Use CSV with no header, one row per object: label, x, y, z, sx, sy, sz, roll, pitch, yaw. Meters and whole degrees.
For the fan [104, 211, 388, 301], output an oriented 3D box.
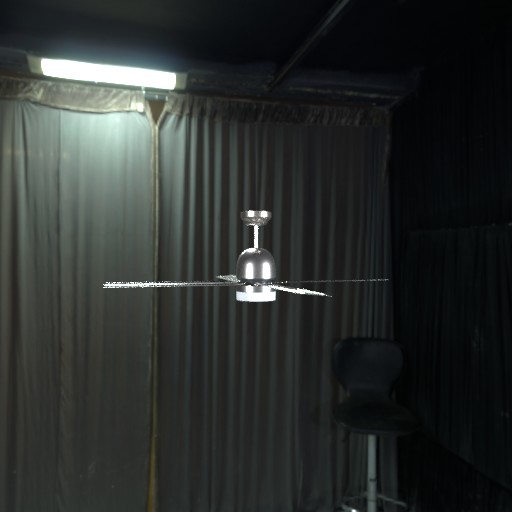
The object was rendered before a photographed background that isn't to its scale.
fan,0.000,0.000,2.073,1.346,0.406,1.346,0,0,-18
